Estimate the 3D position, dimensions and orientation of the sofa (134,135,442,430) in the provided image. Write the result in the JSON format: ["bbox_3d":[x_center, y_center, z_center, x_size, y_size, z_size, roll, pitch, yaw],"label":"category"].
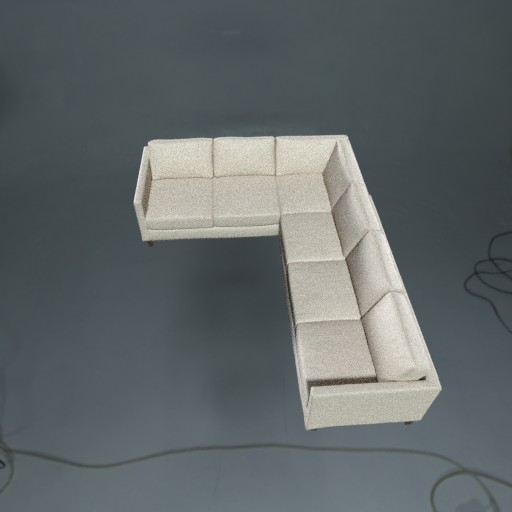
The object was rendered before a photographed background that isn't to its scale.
[{"bbox_3d":[0.000,0.000,4.307,2.432,0.863,3.182,-3,47,-2],"label":"sofa"}]
